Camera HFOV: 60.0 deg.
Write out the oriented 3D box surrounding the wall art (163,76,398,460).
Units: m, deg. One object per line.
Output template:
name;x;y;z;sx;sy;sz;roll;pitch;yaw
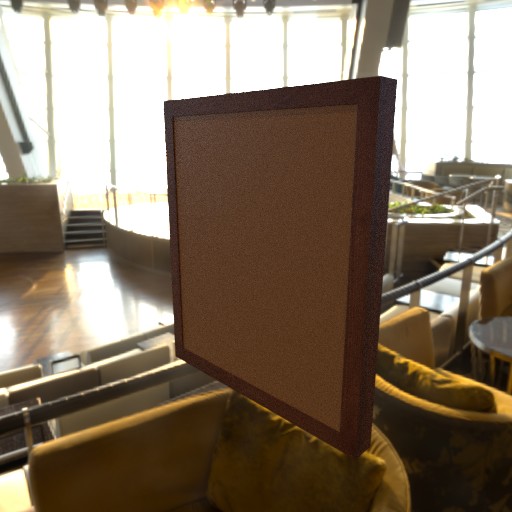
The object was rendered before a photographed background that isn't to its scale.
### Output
wall art;0.000;0.000;0.547;0.030;0.381;0.330;-14;20;-43
